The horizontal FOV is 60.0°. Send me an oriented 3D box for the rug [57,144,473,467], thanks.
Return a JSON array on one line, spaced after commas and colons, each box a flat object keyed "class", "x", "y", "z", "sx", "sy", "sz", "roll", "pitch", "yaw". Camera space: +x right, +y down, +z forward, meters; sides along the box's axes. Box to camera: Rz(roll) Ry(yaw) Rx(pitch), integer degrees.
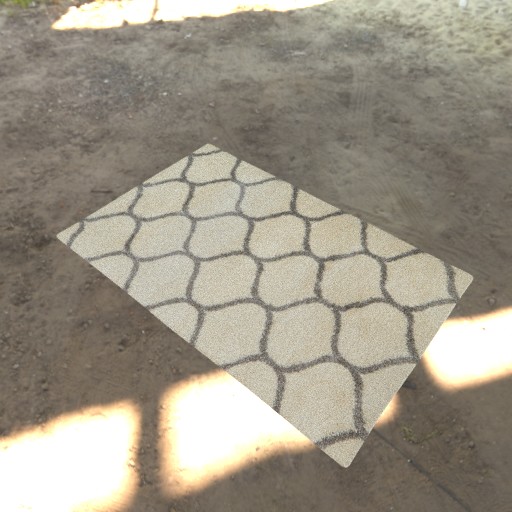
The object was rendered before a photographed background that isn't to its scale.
[{"class": "rug", "x": 0.000, "y": 0.000, "z": 2.928, "sx": 2.348, "sy": 0.024, "sz": 1.501, "roll": 32, "pitch": 54, "yaw": 26}]
